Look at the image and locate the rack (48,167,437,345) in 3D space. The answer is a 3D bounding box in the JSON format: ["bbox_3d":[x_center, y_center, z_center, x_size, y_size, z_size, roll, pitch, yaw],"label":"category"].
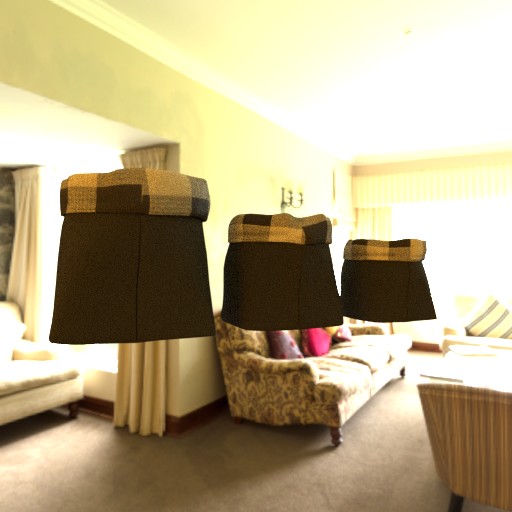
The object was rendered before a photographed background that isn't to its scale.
[{"bbox_3d":[0.000,0.000,1.065,0.889,0.329,0.370,0,0,-19],"label":"rack"}]
